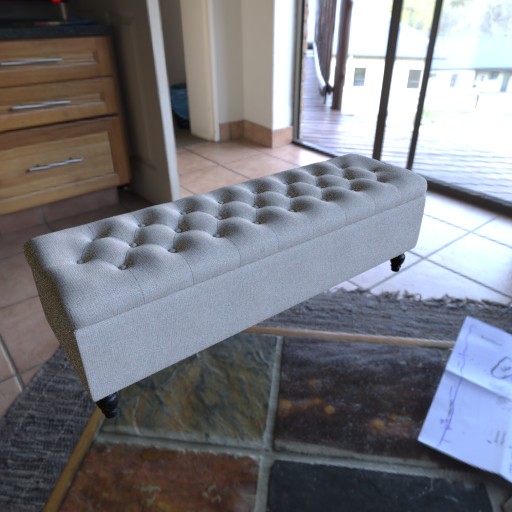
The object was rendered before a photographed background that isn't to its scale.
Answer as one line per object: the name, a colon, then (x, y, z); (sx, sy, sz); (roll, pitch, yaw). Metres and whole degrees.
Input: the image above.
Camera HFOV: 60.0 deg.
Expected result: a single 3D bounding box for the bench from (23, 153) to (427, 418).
bench: (0.000, 0.000, 1.691); (1.480, 0.467, 0.455); (-21, 36, -32)
